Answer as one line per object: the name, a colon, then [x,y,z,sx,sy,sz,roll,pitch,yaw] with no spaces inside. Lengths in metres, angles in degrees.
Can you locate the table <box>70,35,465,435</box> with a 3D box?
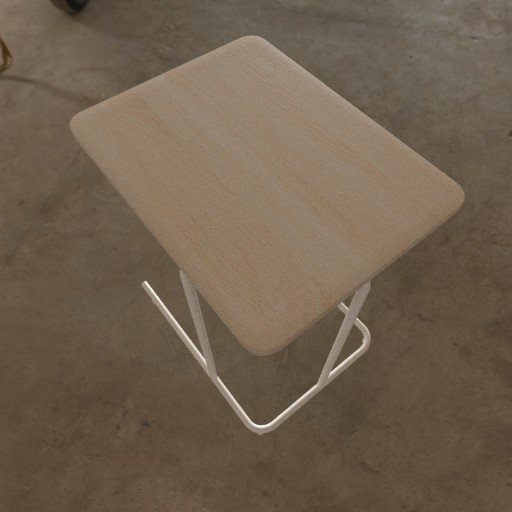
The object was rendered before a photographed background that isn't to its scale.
table: [0.000,0.000,0.870,0.370,0.550,0.480,-34,64,-19]
